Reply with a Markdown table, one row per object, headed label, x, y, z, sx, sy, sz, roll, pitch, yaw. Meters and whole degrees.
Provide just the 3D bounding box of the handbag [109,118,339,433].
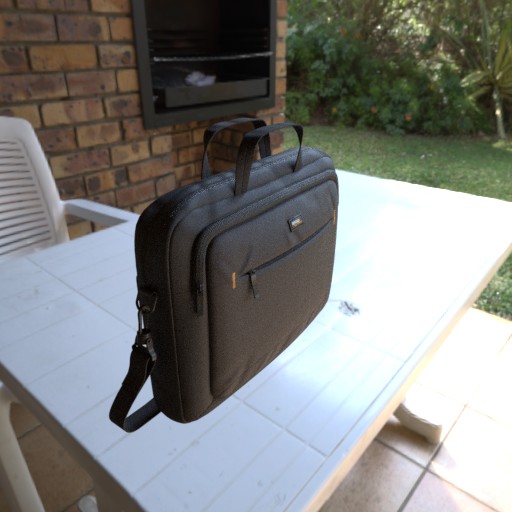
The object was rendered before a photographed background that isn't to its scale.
| label | x | y | z | sx | sy | sz | roll | pitch | yaw |
| --- | --- | --- | --- | --- | --- | --- | --- | --- | --- |
| handbag | 0.000 | 0.000 | 0.427 | 0.089 | 0.244 | 0.320 | 18 | 31 | 32 |
